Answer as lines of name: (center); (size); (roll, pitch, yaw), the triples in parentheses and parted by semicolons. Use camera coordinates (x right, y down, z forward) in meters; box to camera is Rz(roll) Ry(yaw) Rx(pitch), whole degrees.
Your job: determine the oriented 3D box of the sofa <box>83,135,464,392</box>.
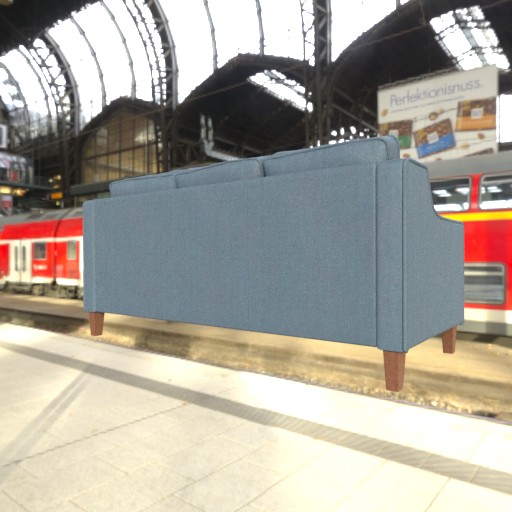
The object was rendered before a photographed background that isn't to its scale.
sofa: (0.000, 0.000, 2.485); (1.986, 0.974, 0.911); (0, 0, 37)
